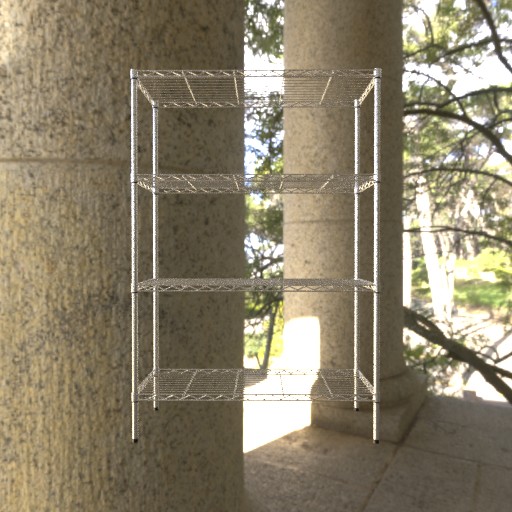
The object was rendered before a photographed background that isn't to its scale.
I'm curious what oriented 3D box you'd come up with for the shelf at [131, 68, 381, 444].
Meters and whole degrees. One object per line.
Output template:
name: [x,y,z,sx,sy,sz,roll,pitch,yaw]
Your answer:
shelf: [0.000,0.000,1.778,0.907,1.360,0.352,0,1,1]
